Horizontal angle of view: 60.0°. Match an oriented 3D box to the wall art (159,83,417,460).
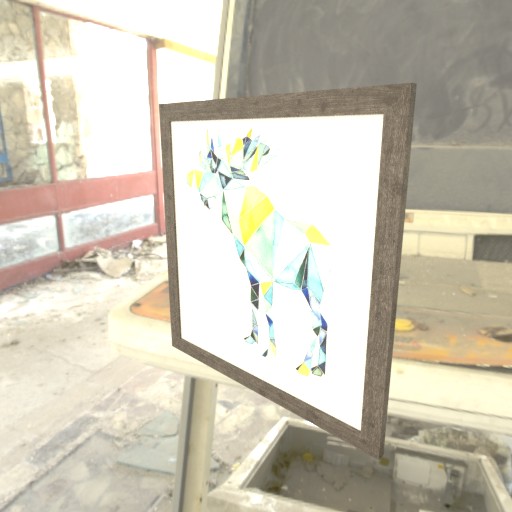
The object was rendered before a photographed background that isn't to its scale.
[{"bbox_3d":[0.000,0.000,0.672,0.457,0.457,0.013,15,21,43],"label":"wall art"}]
